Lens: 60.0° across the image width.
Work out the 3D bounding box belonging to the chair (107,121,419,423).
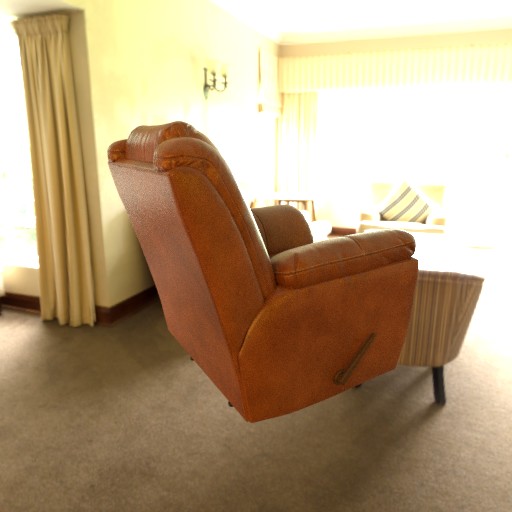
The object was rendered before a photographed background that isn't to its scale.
[{"bbox_3d":[0.000,0.000,1.930,1.041,1.093,0.990,-8,16,-27],"label":"chair"}]
